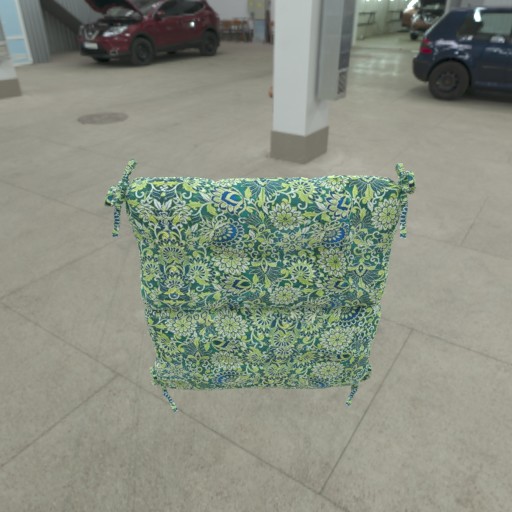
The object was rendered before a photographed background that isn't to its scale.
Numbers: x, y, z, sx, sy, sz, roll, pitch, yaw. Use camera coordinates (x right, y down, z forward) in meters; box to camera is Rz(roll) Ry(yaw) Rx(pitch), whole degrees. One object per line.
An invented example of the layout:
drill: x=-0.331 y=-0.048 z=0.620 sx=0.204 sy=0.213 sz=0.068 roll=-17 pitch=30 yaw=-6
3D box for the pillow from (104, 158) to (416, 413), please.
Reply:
pillow: x=0.000 y=0.000 z=1.050 sx=0.519 sy=0.605 sz=0.571 roll=-1 pitch=30 yaw=-1
